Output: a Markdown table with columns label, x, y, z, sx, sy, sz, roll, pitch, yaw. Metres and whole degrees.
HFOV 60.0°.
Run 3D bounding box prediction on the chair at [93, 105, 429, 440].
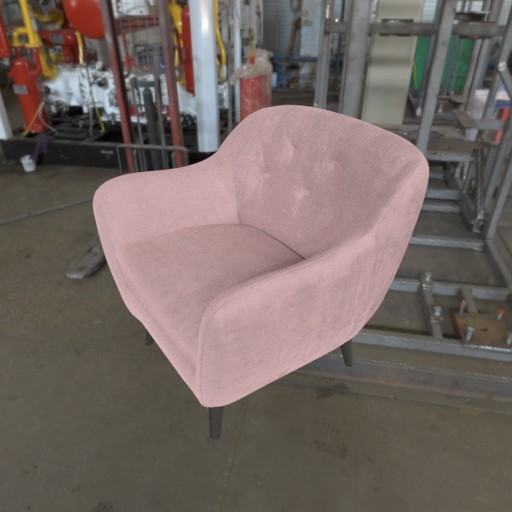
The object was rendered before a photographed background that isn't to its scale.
| label | x | y | z | sx | sy | sz | roll | pitch | yaw |
| --- | --- | --- | --- | --- | --- | --- | --- | --- | --- |
| chair | 0.000 | 0.000 | 1.492 | 0.820 | 0.820 | 0.840 | -20 | 37 | -29 |
